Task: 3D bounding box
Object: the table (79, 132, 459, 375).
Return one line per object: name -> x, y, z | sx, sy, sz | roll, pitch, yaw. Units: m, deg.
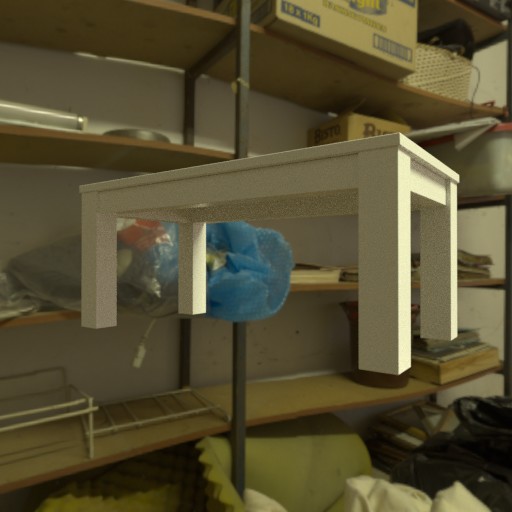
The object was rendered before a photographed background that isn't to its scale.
table -> 0.000, 0.000, 2.325 | 1.800, 0.790, 0.900 | 0, 0, 36
